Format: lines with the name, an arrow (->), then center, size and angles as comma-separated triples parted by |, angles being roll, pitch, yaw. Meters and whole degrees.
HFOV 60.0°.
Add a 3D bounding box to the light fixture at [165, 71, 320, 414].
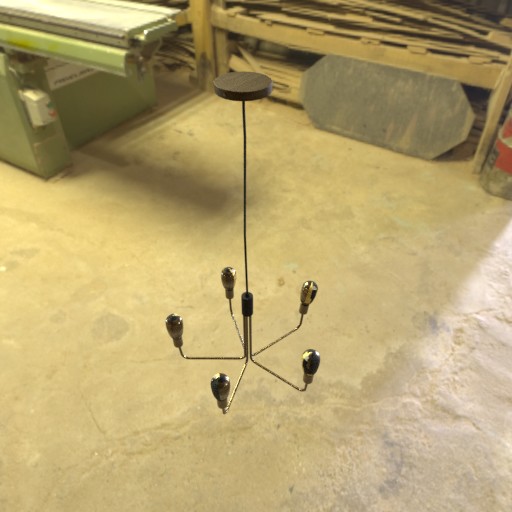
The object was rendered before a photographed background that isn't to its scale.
light fixture -> 0.000, 0.000, 1.364 | 0.532, 1.059, 0.588 | 26, 47, 27
